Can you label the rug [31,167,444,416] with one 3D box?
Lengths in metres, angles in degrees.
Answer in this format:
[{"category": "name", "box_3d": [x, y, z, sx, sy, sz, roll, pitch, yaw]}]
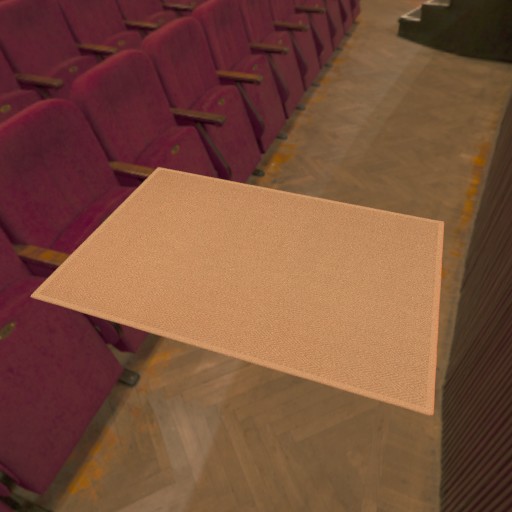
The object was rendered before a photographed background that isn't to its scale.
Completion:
[{"category": "rug", "box_3d": [0.000, 0.000, 2.828, 2.244, 0.017, 1.532, 13, 43, 14]}]
